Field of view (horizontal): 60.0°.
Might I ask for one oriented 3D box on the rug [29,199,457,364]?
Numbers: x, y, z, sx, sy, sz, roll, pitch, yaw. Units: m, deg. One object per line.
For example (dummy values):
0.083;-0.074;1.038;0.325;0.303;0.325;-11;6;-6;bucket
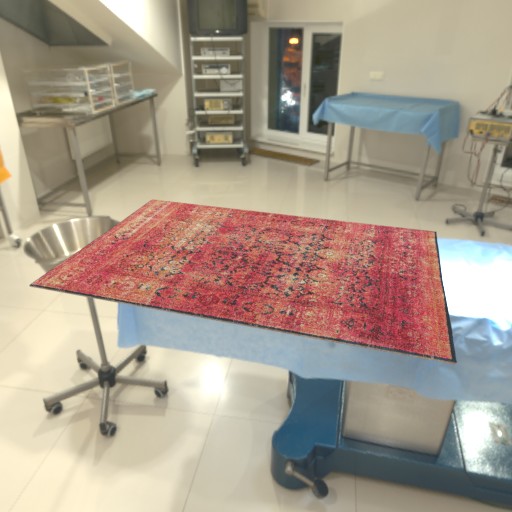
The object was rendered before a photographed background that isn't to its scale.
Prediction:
0.000;0.000;3.059;2.449;0.018;1.539;8;29;15;rug
